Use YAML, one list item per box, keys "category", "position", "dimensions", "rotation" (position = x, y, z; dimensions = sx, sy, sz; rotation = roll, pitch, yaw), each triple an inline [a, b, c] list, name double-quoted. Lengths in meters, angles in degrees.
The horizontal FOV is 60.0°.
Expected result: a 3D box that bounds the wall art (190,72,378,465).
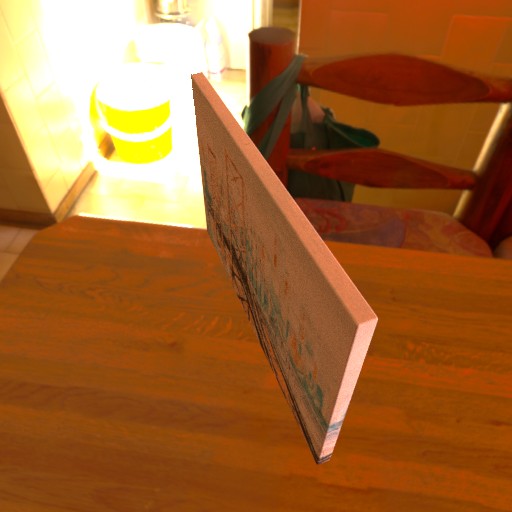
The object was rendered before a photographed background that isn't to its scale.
- category: "wall art"
  position: [0.000, 0.000, 1.179]
  dimensions: [0.038, 0.609, 0.913]
  rotation: [-16, 49, -15]
